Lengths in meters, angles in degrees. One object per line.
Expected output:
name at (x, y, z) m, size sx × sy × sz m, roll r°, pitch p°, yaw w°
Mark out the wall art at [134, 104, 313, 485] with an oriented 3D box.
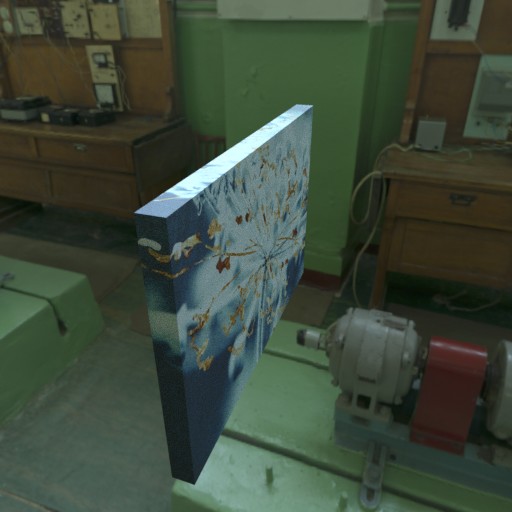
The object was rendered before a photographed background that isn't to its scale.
wall art at (0.000, 0.000, 0.774) m, size 0.036 × 0.405 × 0.607 m, roll 10°, pitch 30°, yaw 17°
